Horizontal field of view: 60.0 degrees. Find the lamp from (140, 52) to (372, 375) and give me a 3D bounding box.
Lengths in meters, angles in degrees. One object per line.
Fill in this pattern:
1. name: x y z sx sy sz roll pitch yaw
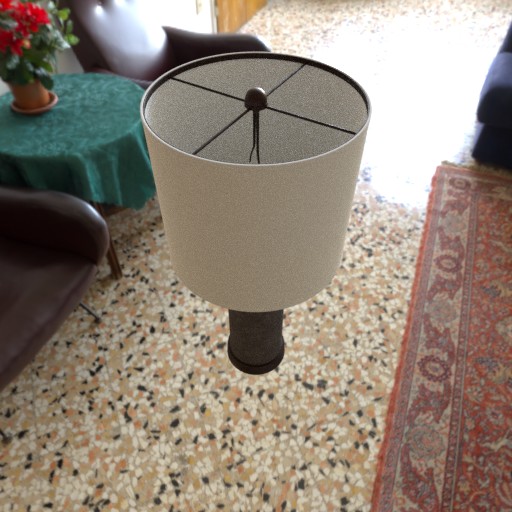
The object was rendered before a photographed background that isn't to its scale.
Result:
1. lamp: 0.000 0.000 0.801 0.301 0.630 0.301 -10 48 -9
